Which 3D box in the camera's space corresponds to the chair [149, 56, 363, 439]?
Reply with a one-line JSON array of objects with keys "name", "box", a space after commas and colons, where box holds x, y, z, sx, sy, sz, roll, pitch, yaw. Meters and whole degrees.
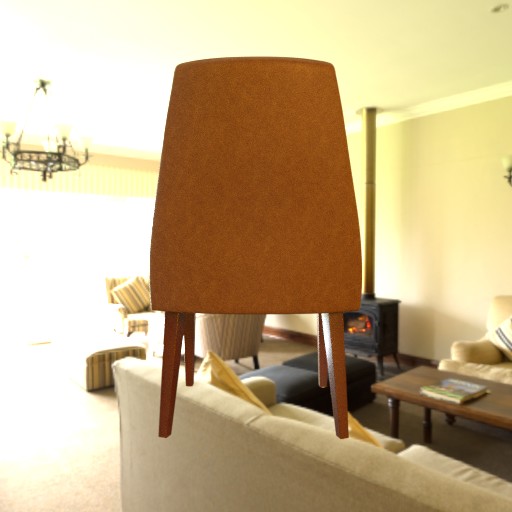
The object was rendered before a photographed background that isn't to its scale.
[{"name": "chair", "box": [0.000, 0.000, 1.204, 0.529, 0.861, 0.544, 0, 2, 1]}]
